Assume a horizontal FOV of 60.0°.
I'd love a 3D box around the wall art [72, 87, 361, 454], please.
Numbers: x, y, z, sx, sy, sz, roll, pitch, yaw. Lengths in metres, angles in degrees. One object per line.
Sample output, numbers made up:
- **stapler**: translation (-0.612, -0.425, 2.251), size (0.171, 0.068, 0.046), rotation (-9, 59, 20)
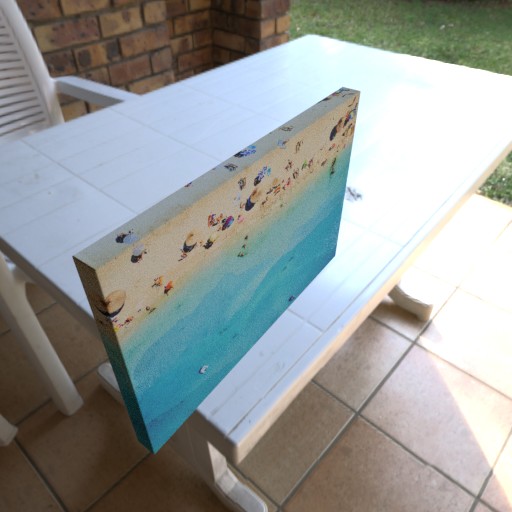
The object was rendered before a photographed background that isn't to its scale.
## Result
- **wall art**: translation (0.000, 0.000, 1.142), size (0.057, 0.595, 0.894), rotation (26, 47, 27)
